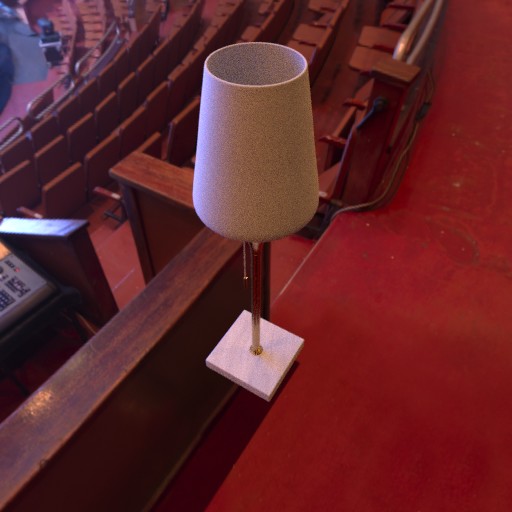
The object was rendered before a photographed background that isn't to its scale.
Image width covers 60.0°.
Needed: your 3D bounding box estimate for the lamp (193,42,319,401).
[{"bbox_3d":[0.000,0.000,0.733,0.181,0.639,0.181,24,51,21],"label":"lamp"}]
